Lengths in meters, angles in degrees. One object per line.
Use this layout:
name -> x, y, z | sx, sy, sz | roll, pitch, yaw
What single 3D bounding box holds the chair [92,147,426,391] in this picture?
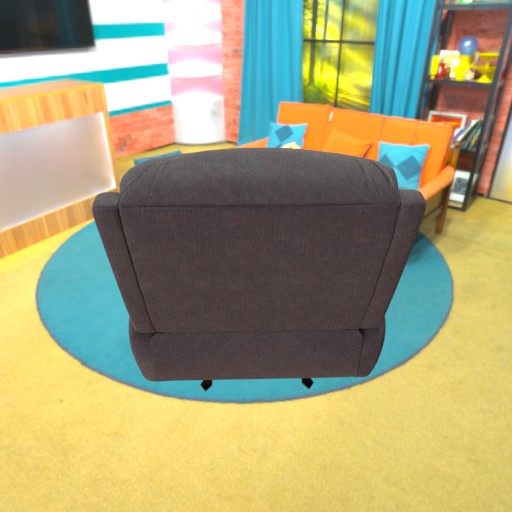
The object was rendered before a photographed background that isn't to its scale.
chair -> 0.000, 0.000, 1.706 | 0.930, 1.011, 0.899 | -1, 29, -1
